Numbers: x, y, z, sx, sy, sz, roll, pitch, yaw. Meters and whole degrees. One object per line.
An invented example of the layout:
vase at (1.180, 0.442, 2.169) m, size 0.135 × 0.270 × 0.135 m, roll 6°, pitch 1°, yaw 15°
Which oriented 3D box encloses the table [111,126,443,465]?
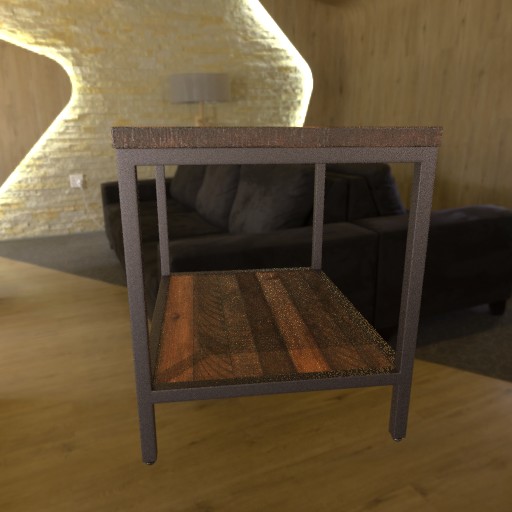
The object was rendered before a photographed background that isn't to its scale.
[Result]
table at (0.000, 0.000, 1.094) m, size 0.524 × 0.612 × 0.678 m, roll -2°, pitch 16°, yaw -7°
